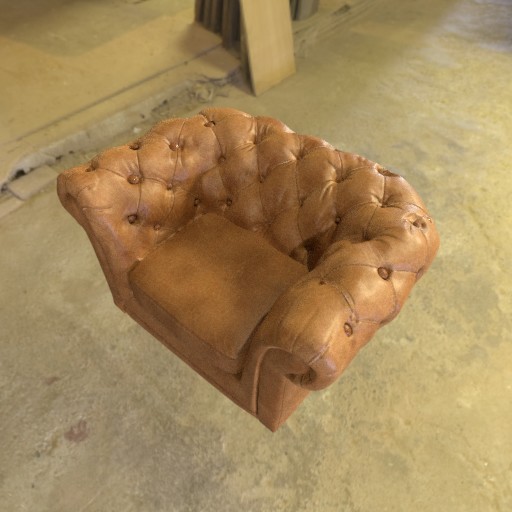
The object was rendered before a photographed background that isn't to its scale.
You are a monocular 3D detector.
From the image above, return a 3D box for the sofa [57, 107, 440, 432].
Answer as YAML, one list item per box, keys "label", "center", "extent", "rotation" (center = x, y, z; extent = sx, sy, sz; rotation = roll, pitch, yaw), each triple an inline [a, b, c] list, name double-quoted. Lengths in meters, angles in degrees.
- label: "sofa"
  center: [0.000, 0.000, 2.020]
  extent: [1.405, 0.878, 1.033]
  rotation: [32, 54, 26]
